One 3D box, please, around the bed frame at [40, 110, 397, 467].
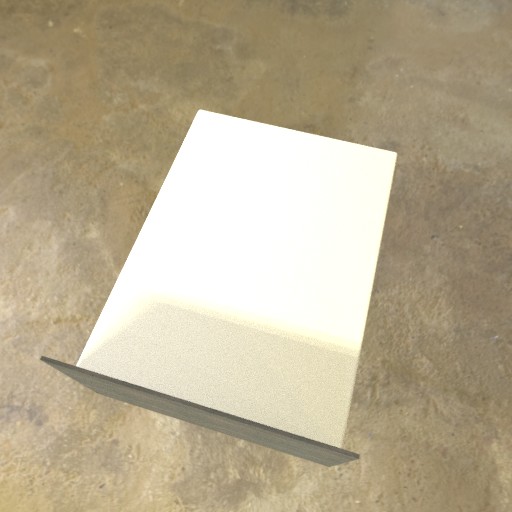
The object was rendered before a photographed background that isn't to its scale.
[{"bbox_3d":[0.000,0.000,2.609,1.400,0.800,1.900,15,63,7],"label":"bed frame"}]
